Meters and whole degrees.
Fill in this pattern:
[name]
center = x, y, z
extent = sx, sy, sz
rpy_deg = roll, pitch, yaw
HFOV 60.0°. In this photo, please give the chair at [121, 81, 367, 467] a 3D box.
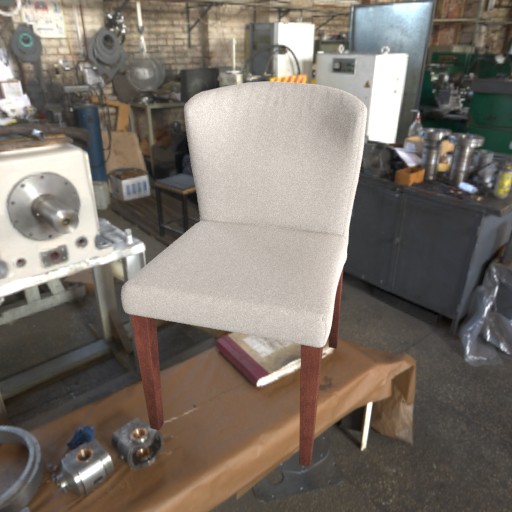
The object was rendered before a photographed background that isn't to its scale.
[chair]
center = 0.000, 0.000, 1.192
extent = 0.491, 0.839, 0.592
rpy_deg = 7, 26, 15
